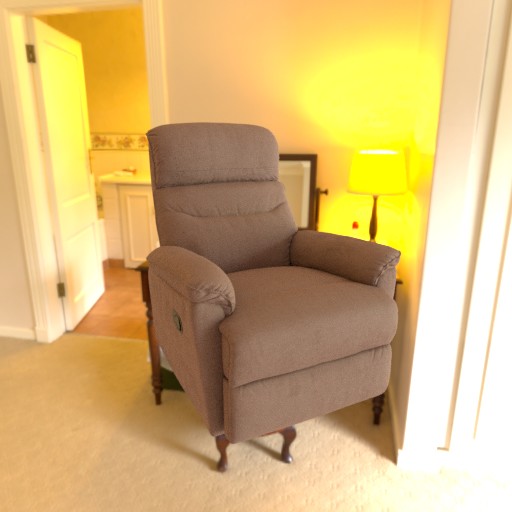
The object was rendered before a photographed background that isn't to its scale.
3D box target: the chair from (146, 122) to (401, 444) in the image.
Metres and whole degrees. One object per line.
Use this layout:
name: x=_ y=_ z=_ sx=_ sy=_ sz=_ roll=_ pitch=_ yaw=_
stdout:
chair: x=0.000 y=0.000 z=1.779 sx=0.820 sy=1.037 sz=1.004 roll=-8 pitch=18 yaw=-26
